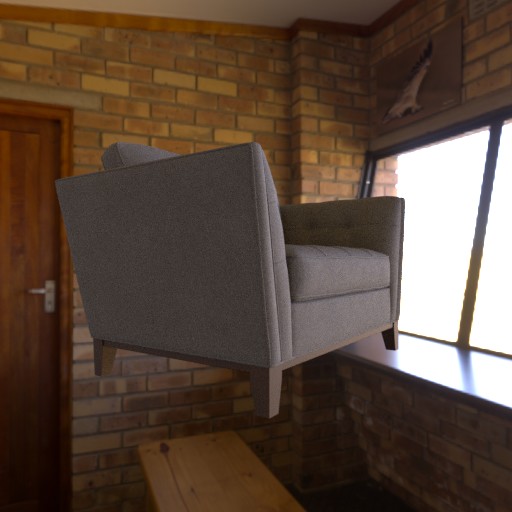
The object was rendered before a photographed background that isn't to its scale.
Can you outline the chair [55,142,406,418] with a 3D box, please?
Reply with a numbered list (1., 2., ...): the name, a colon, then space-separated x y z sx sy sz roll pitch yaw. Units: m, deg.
1. chair: 0.000 0.000 2.032 0.965 0.942 1.396 0 0 35
